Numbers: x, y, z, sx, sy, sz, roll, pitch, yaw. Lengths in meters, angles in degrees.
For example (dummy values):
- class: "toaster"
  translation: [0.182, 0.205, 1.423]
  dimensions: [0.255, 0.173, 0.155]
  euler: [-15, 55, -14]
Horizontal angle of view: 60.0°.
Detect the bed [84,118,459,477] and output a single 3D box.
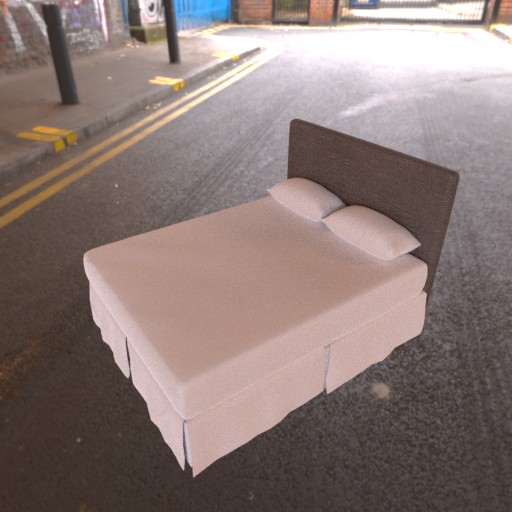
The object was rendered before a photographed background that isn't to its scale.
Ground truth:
- class: "bed"
  translation: [0.000, 0.000, 3.208]
  dimensions: [2.142, 1.330, 1.723]
  euler: [-20, 37, -29]
